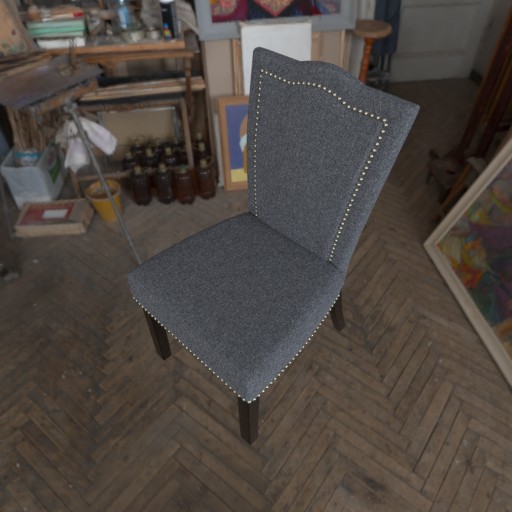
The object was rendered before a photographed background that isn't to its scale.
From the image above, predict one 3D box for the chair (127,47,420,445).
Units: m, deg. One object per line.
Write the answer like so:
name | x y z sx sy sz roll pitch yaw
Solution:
chair | 0.000 0.000 1.280 0.518 0.946 0.589 35 55 29
